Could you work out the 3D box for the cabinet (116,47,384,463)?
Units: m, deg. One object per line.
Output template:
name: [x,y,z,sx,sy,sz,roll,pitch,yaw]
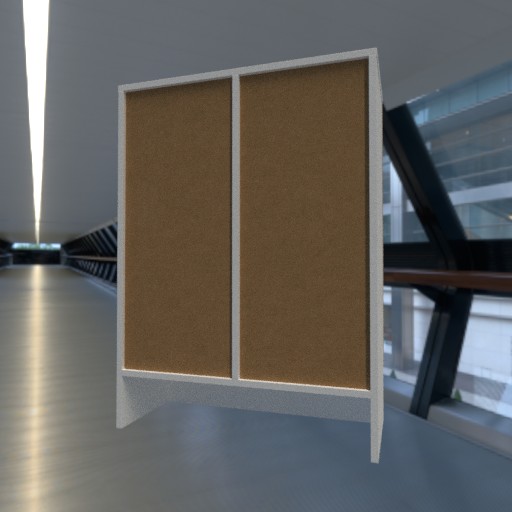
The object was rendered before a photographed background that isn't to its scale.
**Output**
cabinet: [0.000,0.000,1.102,0.600,0.815,0.296,0,-1,18]
